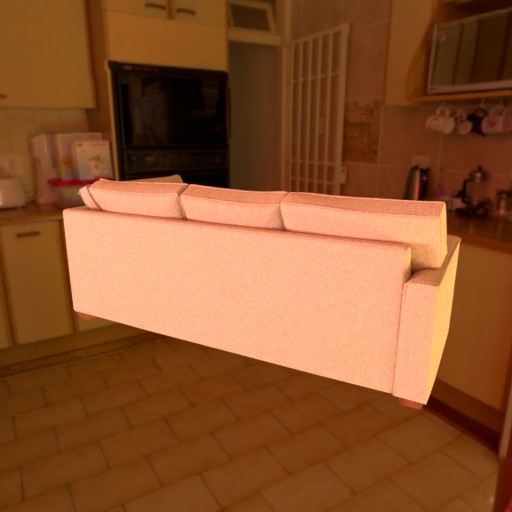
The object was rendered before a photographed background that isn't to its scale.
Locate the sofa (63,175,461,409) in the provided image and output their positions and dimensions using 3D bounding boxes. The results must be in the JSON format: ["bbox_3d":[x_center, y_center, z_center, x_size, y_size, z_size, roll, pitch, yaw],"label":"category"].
[{"bbox_3d":[0.000,0.000,2.850,2.317,0.962,1.061,8,17,27],"label":"sofa"}]
